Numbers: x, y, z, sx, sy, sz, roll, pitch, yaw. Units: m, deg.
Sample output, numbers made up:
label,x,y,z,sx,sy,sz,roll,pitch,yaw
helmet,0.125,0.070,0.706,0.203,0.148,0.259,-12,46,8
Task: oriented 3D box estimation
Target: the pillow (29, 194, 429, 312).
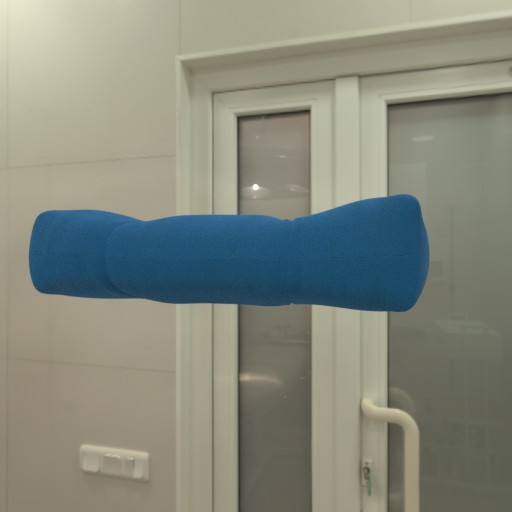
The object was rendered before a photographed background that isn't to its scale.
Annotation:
label,x,y,z,sx,sy,sz,roll,pitch,yaw
pillow,0.000,0.000,0.709,0.490,0.128,0.468,0,0,17
